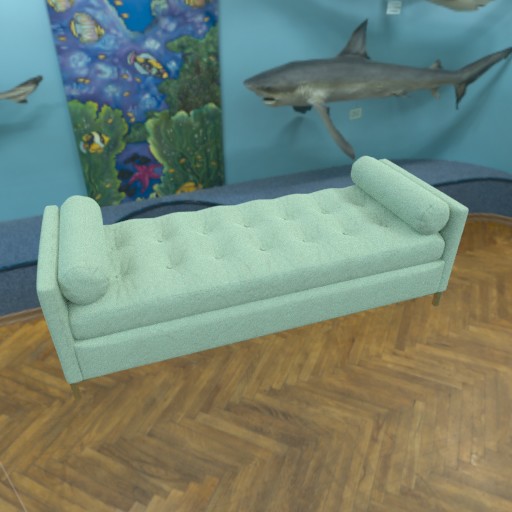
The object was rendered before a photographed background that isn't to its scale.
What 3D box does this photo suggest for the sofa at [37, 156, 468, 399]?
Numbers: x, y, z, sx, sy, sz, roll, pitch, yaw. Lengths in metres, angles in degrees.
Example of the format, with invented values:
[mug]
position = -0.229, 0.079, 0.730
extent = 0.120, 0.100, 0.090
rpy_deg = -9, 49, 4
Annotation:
[sofa]
position = 0.000, 0.000, 2.461
extent = 2.102, 0.705, 0.796
rpy_deg = -11, 35, -16
